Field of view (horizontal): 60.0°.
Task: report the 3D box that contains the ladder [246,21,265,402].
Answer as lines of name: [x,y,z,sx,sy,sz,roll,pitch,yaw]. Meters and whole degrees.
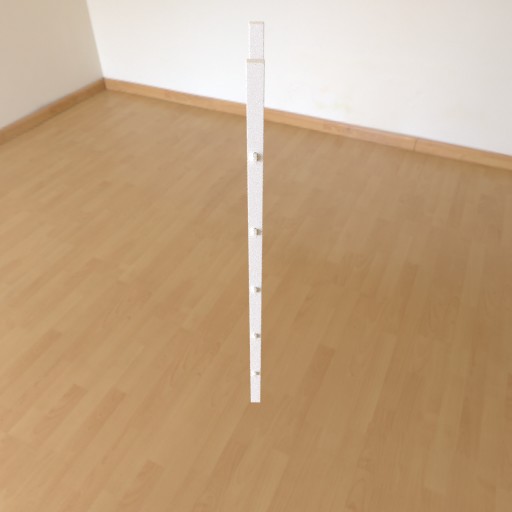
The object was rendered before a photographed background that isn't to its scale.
ladder: [0.000,0.000,1.967,0.051,1.797,0.452,0,42,0]
